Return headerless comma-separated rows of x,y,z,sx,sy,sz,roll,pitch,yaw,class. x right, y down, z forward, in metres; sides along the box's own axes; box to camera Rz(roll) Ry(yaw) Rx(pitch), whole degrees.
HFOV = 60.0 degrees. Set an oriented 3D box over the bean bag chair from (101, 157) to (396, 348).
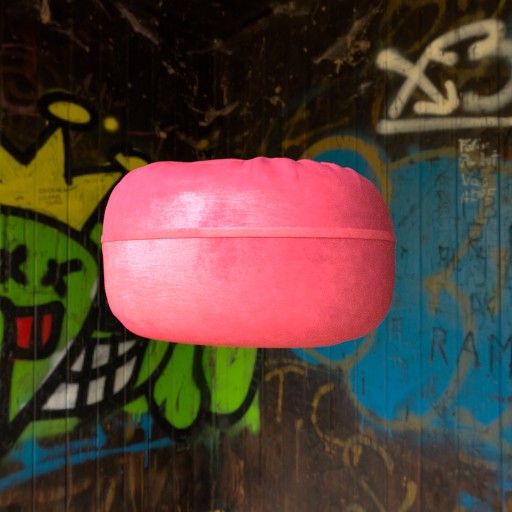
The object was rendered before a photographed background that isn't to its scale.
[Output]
0.000,0.000,2.524,1.524,0.878,1.524,0,-1,17,bean bag chair
